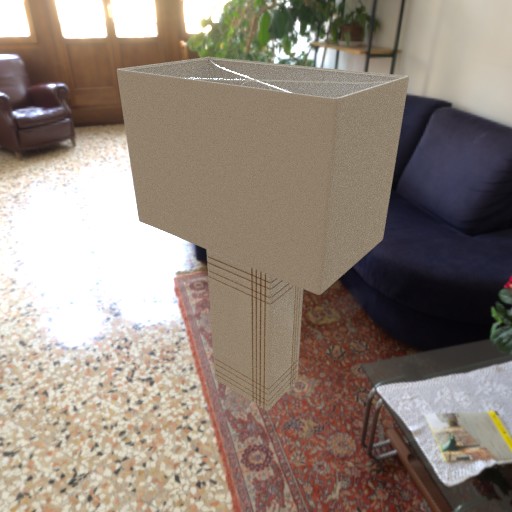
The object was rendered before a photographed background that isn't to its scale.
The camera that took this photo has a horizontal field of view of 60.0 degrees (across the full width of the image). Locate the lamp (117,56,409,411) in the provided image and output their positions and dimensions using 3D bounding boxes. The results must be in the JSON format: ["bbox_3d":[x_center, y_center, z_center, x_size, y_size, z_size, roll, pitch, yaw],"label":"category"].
[{"bbox_3d":[0.000,0.000,0.701,0.334,0.543,0.182,21,36,32],"label":"lamp"}]
